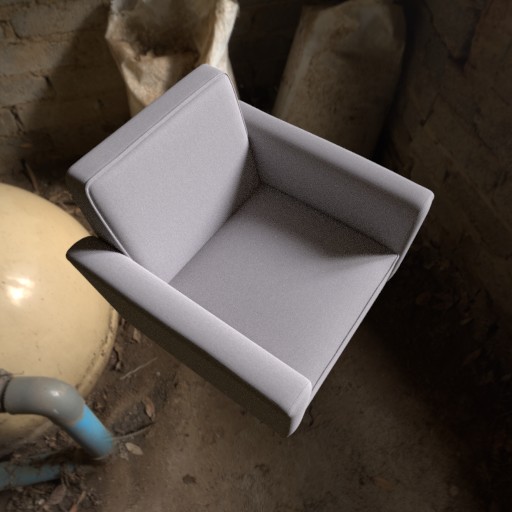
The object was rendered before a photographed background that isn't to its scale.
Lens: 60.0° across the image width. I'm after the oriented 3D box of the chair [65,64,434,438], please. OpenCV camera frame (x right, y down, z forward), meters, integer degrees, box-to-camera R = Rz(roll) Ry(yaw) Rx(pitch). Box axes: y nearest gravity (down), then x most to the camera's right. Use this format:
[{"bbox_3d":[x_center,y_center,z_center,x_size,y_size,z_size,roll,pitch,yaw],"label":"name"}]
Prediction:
[{"bbox_3d":[0.000,0.000,1.386,0.750,0.780,0.780,31,63,18],"label":"chair"}]
